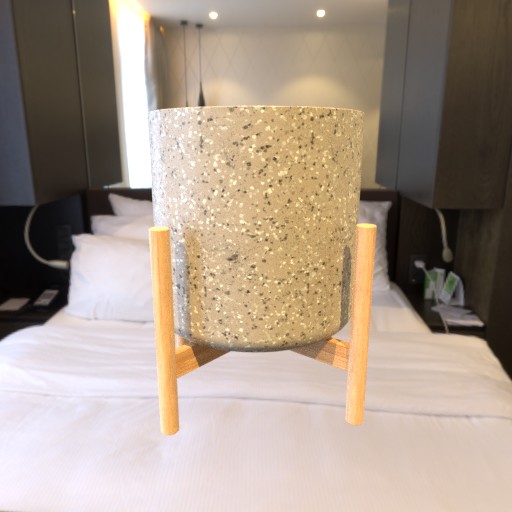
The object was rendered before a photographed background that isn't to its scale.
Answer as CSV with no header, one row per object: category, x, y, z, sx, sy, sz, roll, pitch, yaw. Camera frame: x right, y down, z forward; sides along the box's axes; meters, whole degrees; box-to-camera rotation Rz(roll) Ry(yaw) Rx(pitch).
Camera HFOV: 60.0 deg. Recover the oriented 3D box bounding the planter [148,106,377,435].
planter,0.000,0.000,0.687,0.360,0.419,0.360,-7,16,-26
